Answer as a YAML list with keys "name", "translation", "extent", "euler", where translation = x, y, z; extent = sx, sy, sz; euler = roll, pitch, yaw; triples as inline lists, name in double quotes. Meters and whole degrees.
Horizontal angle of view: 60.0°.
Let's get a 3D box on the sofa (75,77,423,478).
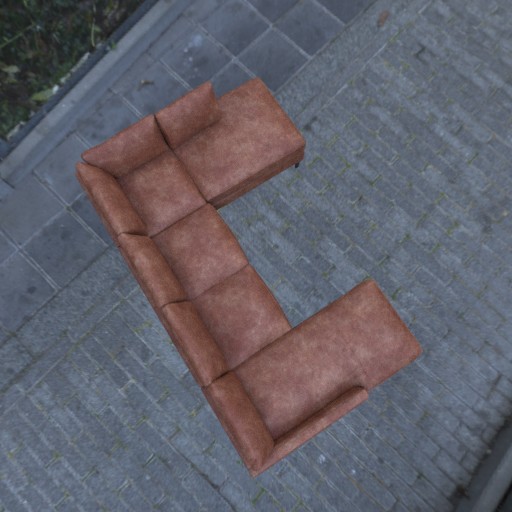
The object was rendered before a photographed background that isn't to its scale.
- name: "sofa"
  translation: [0.000, 0.000, 3.893]
  extent: [1.939, 0.900, 2.956]
  euler: [-32, 79, -7]
